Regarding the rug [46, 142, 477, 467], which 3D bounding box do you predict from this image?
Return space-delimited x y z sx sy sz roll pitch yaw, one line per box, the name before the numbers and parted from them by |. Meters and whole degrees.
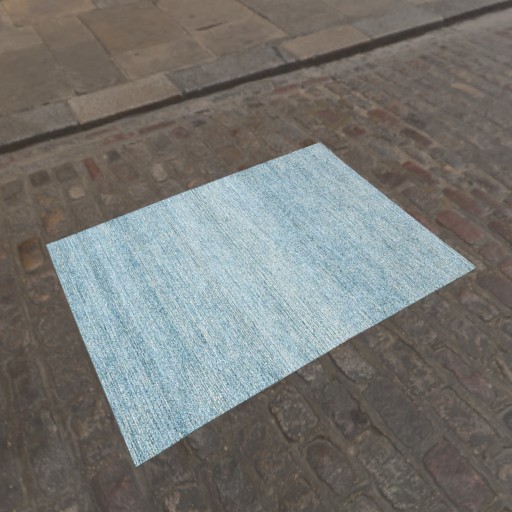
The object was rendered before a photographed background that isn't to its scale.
rug | 0.000 0.000 2.838 2.260 0.026 1.611 -24 53 -20
